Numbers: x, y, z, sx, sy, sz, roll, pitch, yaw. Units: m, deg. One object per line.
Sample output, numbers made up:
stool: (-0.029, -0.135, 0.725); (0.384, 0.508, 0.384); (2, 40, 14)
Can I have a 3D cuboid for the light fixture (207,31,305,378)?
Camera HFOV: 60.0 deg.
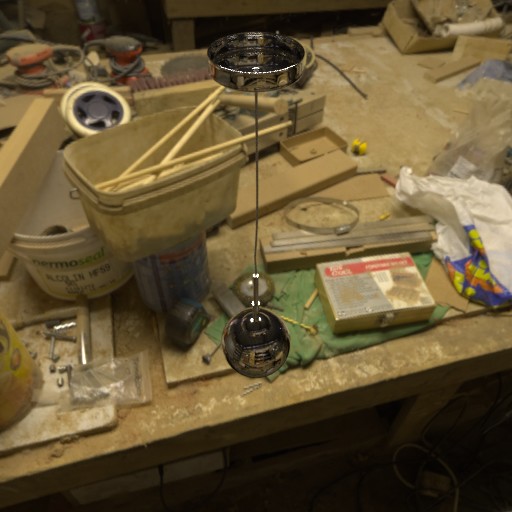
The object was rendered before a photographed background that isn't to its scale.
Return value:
light fixture: (0.000, 0.000, 1.690); (0.336, 1.538, 0.336); (-10, 48, -9)
